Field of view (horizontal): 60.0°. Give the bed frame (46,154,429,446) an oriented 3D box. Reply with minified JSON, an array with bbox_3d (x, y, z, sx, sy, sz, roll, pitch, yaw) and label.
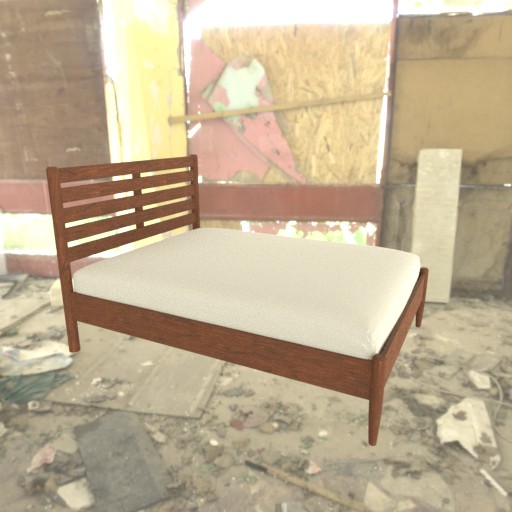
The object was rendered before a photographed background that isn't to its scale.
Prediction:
[{"bbox_3d":[0.000,0.000,3.250,2.234,1.321,1.655,8,18,26],"label":"bed frame"}]
